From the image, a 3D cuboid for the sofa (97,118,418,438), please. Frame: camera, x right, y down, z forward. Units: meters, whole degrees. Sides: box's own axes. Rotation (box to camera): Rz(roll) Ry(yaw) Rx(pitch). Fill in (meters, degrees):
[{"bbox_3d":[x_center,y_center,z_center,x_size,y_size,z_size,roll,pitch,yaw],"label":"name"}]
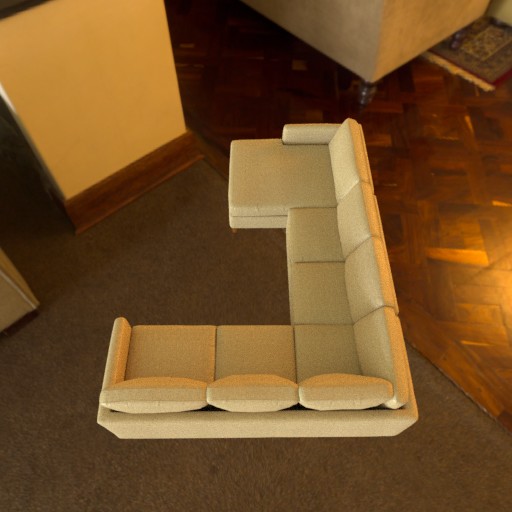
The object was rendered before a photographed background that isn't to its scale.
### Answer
[{"bbox_3d":[0.000,0.000,4.627,2.594,0.961,3.460,0,58,0],"label":"sofa"}]
